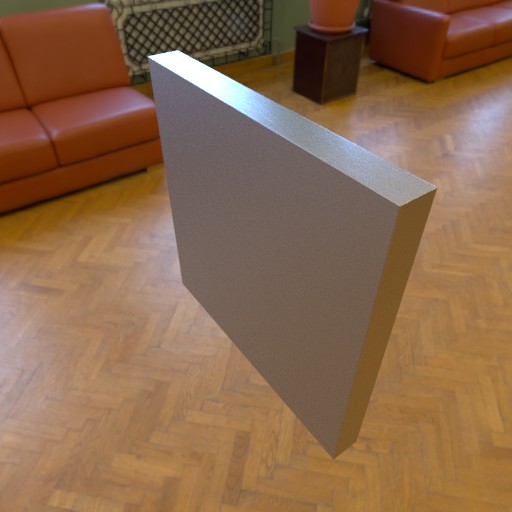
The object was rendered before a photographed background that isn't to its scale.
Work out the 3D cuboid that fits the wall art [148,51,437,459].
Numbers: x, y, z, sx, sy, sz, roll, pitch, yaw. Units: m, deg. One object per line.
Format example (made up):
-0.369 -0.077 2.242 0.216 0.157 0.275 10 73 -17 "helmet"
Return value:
0.000 0.000 0.502 0.038 0.350 0.350 -26 48 -26 "wall art"
